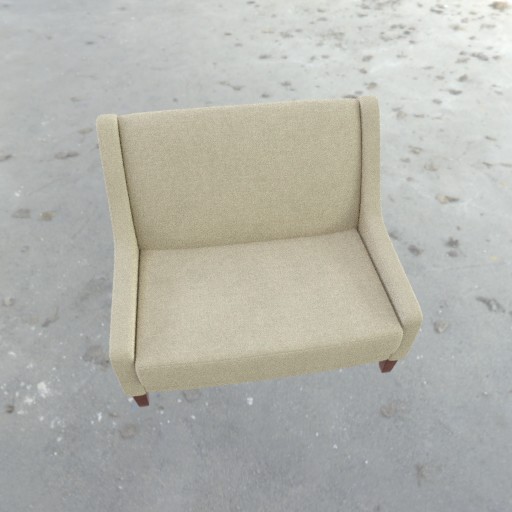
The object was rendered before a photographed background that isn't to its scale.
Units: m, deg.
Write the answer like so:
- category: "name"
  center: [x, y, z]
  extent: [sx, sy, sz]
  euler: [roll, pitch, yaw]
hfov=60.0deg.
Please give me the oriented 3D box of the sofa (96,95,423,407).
- category: "sofa"
  center: [0.000, 0.000, 1.933]
  extent: [1.212, 0.976, 0.946]
  euler: [-6, 46, -6]
